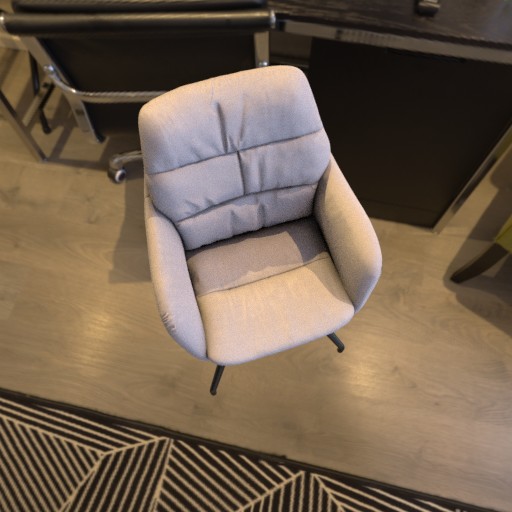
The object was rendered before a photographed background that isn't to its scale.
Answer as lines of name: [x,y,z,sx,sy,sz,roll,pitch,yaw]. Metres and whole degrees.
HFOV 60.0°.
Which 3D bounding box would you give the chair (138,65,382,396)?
chair: [0.000,0.000,1.286,0.579,0.888,0.569,-17,66,-8]
